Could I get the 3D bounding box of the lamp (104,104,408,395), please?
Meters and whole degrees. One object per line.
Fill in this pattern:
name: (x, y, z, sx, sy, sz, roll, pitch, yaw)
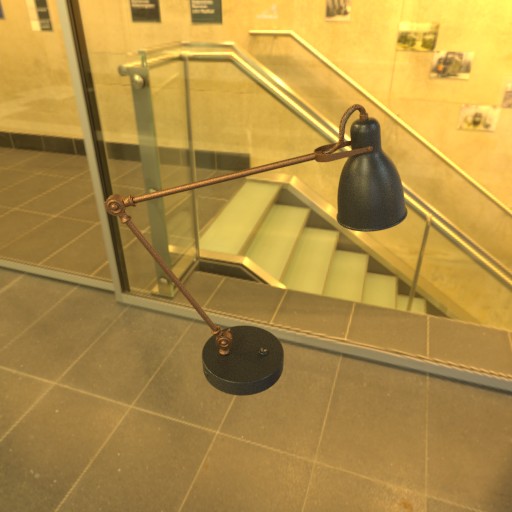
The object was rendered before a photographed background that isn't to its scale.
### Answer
lamp: (0.000, 0.000, 0.878, 0.561, 0.587, 0.187, 0, 31, -1)
